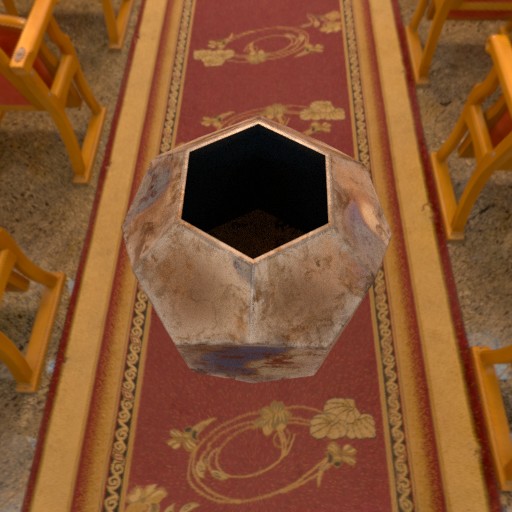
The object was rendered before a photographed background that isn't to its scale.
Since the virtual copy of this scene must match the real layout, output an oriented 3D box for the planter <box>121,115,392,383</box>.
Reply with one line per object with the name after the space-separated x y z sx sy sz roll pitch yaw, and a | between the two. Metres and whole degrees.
0.000 0.000 0.443 0.243 0.238 0.221 2 63 1 | planter
